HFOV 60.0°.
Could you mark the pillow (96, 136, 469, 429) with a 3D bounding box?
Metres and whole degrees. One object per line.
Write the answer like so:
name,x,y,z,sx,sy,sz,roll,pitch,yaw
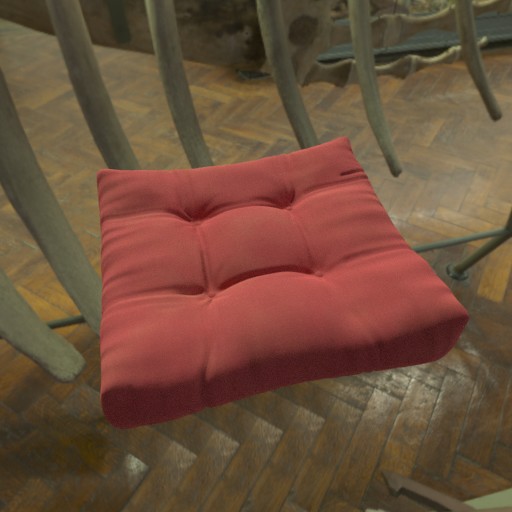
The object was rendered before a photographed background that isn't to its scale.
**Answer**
pillow,0.000,0.000,0.719,0.490,0.128,0.468,-10,48,-9
